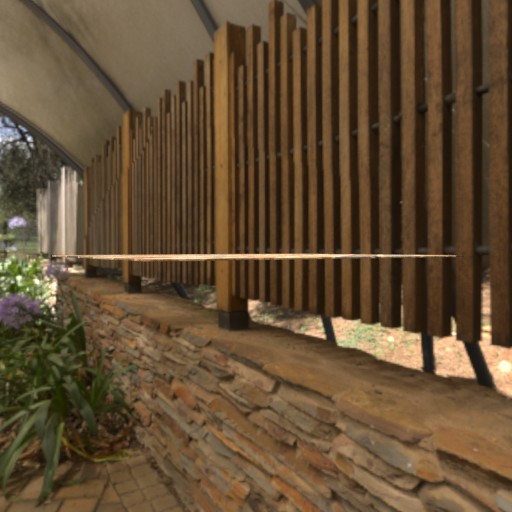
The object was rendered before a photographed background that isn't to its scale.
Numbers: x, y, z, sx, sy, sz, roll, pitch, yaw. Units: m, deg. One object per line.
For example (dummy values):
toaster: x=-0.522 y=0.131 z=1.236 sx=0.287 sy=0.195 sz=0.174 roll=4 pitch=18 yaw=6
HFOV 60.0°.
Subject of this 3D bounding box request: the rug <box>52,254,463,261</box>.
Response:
rug: x=0.000 y=0.000 z=4.311 sx=3.200 sy=0.013 sz=2.439 roll=-1 pitch=1 yaw=-36
